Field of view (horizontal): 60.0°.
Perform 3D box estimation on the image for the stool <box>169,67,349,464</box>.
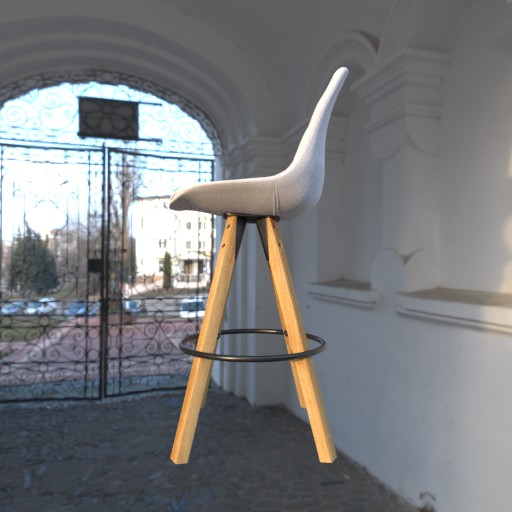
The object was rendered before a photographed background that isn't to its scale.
[{"bbox_3d":[0.000,0.000,1.418,0.550,1.115,0.484,0,0,-1],"label":"stool"}]
